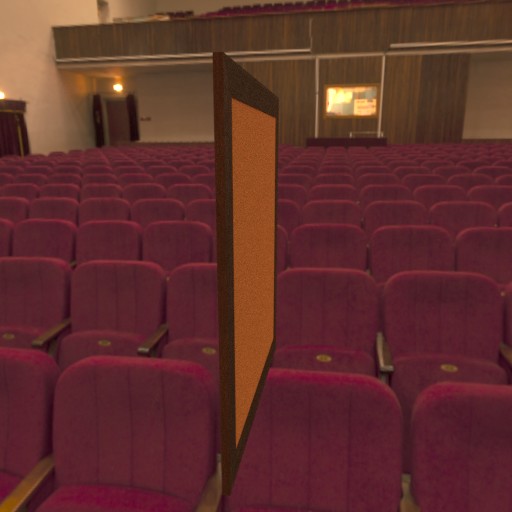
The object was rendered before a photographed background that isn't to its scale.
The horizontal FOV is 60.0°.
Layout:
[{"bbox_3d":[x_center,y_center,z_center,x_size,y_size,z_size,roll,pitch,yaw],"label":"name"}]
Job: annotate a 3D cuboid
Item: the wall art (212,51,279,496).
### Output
[{"bbox_3d":[0.000,0.000,0.775,0.013,0.570,0.476,2,14,10],"label":"wall art"}]
